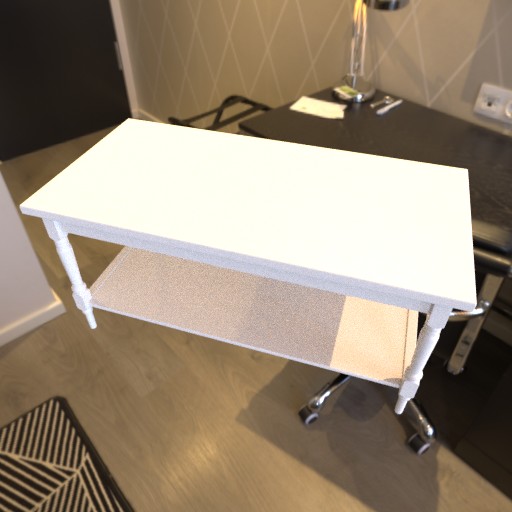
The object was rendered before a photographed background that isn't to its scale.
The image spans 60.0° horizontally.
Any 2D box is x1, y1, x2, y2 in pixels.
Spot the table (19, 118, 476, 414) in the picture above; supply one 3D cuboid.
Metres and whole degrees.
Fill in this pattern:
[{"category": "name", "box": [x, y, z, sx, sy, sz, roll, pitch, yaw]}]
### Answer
[{"category": "table", "box": [0.000, 0.000, 1.377, 1.107, 0.510, 0.550, 12, 43, 13]}]
